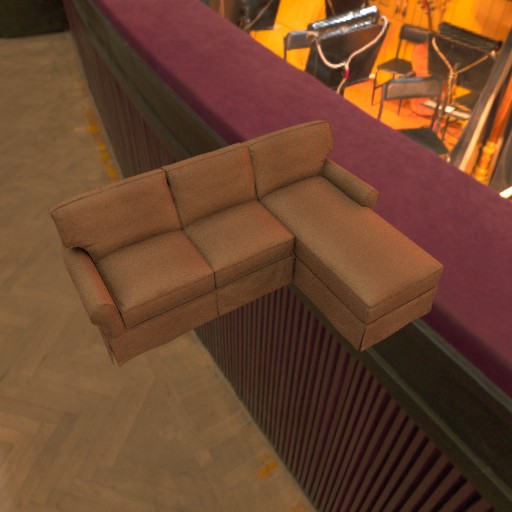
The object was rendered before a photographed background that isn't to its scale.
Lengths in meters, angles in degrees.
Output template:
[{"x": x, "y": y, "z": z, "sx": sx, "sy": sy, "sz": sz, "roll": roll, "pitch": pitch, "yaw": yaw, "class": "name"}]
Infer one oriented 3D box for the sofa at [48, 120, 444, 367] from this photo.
[{"x": 0.000, "y": 0.000, "z": 3.316, "sx": 2.475, "sy": 0.978, "sz": 1.733, "roll": -24, "pitch": 49, "yaw": -22, "class": "sofa"}]
